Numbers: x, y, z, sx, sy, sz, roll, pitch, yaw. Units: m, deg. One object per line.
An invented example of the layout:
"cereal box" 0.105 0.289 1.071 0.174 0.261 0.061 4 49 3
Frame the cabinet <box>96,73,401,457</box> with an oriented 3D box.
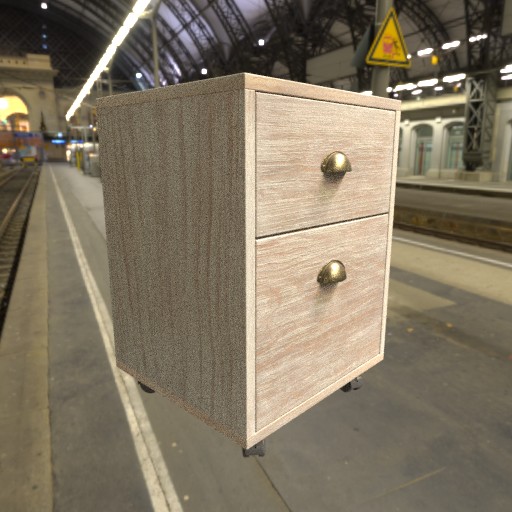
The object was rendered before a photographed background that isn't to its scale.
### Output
"cabinet" 0.000 0.000 0.863 0.401 0.579 0.409 12 18 42
